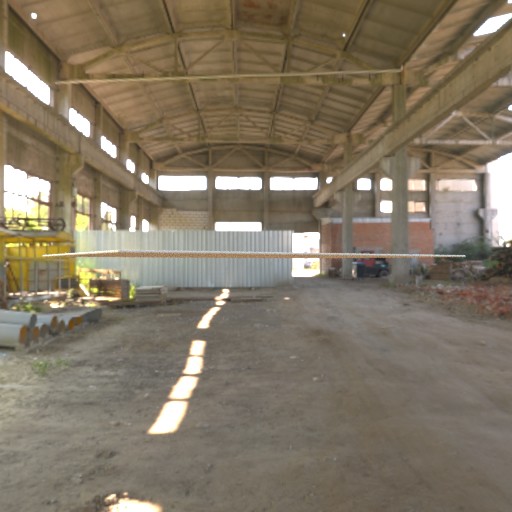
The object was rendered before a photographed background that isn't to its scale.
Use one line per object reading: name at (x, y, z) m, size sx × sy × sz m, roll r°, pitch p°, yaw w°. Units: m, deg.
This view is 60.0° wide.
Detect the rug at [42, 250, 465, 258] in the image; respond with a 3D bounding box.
rug at (0.000, 0.000, 2.295) m, size 1.827 × 0.008 × 1.225 m, roll 1°, pitch -1°, yaw -35°
